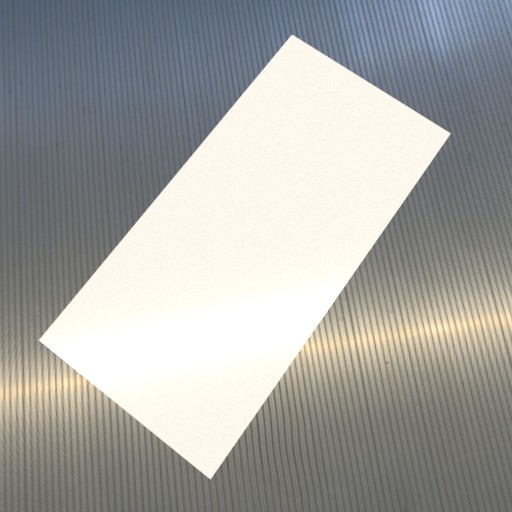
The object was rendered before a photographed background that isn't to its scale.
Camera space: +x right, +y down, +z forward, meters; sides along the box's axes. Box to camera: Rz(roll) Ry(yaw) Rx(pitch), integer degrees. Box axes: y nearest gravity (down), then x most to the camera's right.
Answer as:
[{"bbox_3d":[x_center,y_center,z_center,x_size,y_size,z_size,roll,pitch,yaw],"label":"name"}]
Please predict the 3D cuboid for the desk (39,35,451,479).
[{"bbox_3d":[0.000,0.000,1.853,0.690,0.740,1.400,36,79,8],"label":"desk"}]
